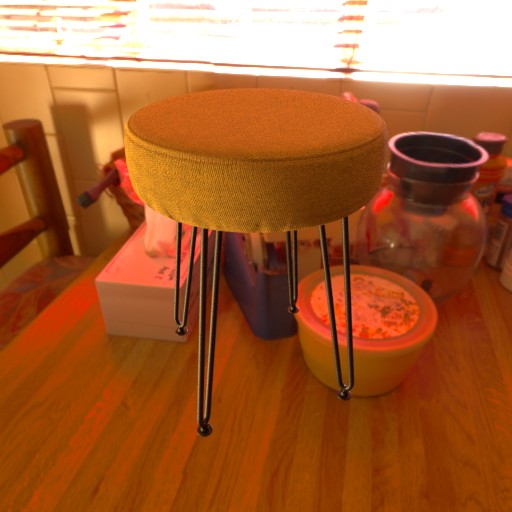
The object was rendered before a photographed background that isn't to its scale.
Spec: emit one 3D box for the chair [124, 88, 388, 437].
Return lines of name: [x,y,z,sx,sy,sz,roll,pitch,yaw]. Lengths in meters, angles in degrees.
chair: [0.000,0.000,0.698,0.345,0.455,0.345,-9,33,-14]
